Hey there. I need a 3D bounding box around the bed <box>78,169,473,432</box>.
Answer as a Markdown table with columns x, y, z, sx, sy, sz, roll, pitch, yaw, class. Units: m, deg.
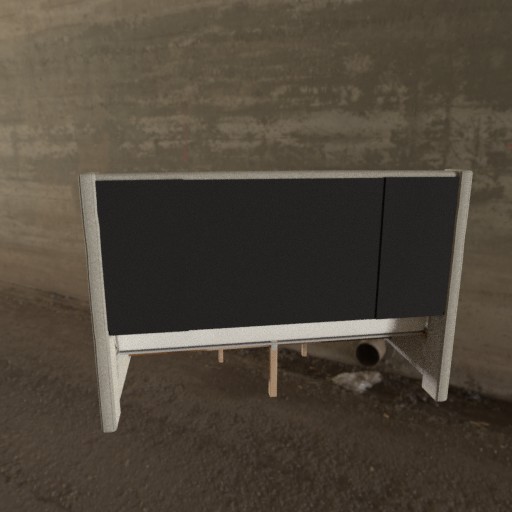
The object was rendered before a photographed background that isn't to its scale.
| x | y | z | sx | sy | sz | roll | pitch | yaw | class |
| --- | --- | --- | --- | --- | --- | --- | --- | --- | --- |
| 0.000 | 0.000 | 3.608 | 2.140 | 1.470 | 2.280 | -2 | 14 | -9 | bed |
